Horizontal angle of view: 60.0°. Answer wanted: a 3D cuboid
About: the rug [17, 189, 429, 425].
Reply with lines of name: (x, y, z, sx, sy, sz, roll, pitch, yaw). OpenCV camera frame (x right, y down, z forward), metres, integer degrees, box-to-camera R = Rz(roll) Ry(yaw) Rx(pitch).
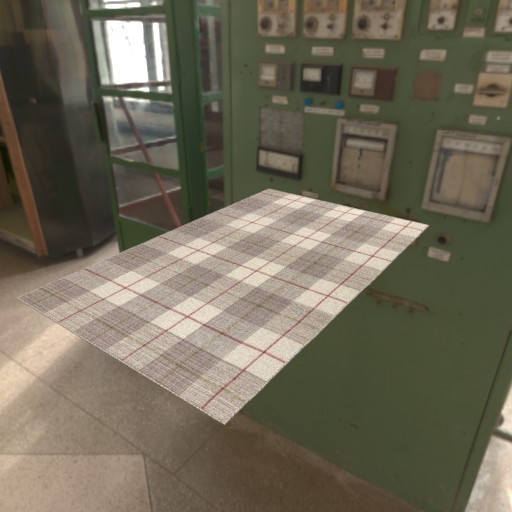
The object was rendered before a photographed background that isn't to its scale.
rug: (0.000, 0.000, 2.981, 1.549, 0.010, 2.464, 18, 32, 32)
